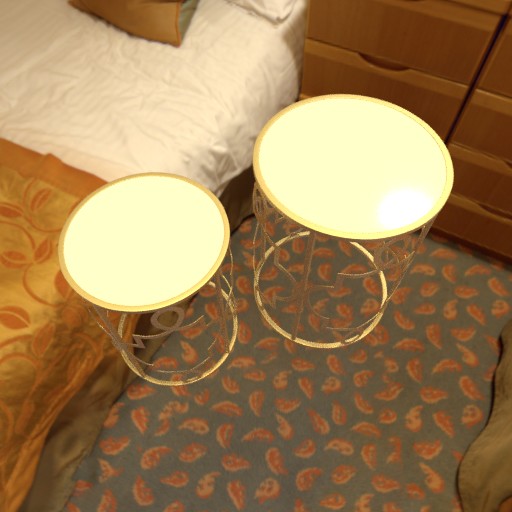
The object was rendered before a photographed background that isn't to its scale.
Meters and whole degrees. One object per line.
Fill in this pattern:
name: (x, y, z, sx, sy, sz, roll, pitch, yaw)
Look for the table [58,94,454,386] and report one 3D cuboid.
table: (0.000, 0.000, 1.141, 0.846, 0.564, 0.420, -15, 58, -10)
